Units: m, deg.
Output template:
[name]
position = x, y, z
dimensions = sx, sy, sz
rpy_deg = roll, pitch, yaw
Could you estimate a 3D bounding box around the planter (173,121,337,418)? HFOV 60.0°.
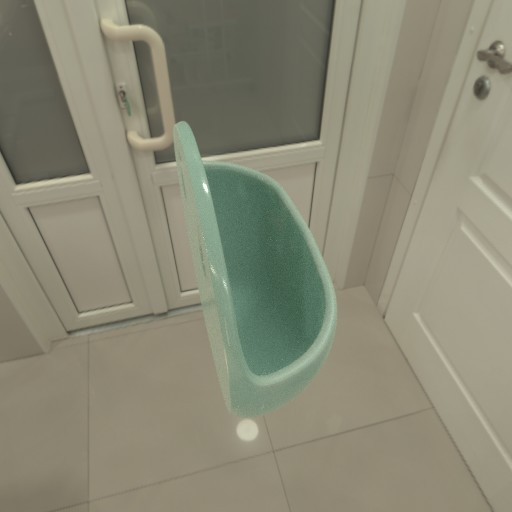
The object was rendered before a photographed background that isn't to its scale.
[planter]
position = 0.000, 0.000, 0.277
dimensions = 0.073, 0.164, 0.189
rpy_deg = -11, 47, -10
